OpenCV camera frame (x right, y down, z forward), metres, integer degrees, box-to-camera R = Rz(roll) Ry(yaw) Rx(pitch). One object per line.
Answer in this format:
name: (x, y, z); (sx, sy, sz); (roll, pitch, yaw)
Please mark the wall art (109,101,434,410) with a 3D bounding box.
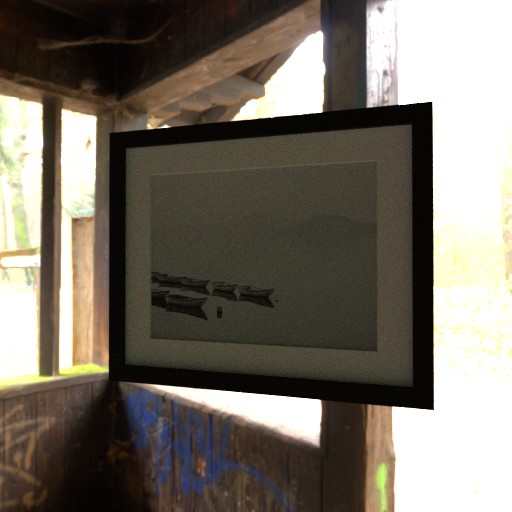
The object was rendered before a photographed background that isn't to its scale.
wall art: (0.000, 0.000, 0.745); (0.554, 0.454, 0.030); (0, -1, 17)
